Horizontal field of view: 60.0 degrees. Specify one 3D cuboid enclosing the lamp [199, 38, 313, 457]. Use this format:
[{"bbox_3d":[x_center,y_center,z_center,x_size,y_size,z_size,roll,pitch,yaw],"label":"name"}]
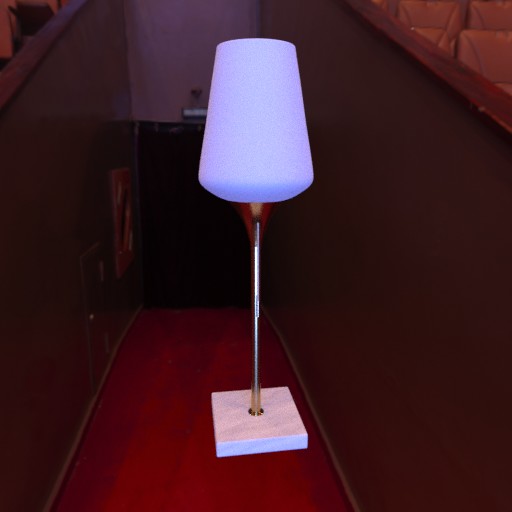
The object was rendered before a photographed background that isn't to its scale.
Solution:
[{"bbox_3d":[0.000,0.000,0.736,0.181,0.639,0.181,-2,14,-8],"label":"lamp"}]
